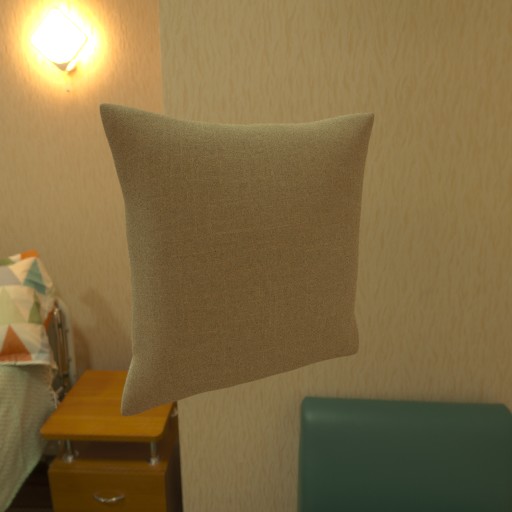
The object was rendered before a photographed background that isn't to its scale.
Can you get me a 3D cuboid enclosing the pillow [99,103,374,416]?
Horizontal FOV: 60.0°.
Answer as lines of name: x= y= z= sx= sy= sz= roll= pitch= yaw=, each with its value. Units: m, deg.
pillow: x=0.000 y=0.000 z=0.800 sx=0.512 sy=0.506 sz=0.178 roll=-7 pitch=16 yaw=-27
